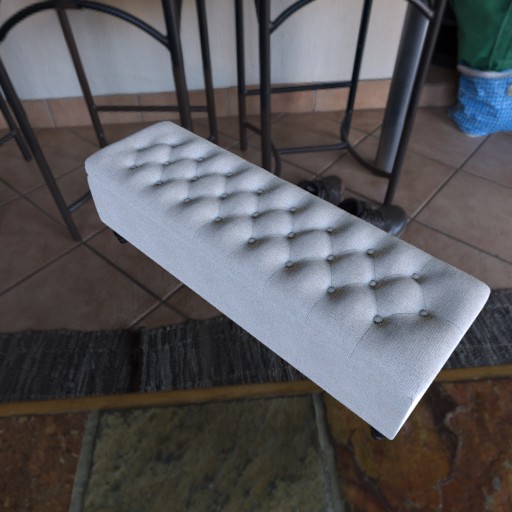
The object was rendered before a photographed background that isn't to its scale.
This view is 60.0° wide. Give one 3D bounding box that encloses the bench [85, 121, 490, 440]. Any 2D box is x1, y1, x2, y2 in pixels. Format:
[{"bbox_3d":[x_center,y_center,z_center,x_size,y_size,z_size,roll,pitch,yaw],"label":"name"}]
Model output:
[{"bbox_3d":[0.000,0.000,1.669,1.480,0.467,0.455,33,54,28],"label":"bench"}]
